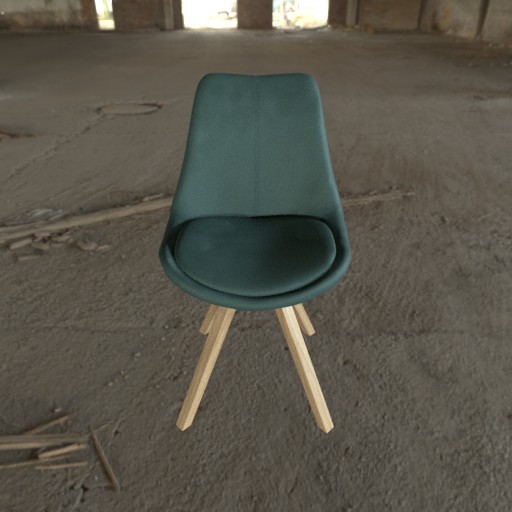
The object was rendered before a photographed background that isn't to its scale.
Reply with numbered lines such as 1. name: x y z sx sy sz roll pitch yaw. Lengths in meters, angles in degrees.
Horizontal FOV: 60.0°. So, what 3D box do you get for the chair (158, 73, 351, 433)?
1. chair: 0.000 0.000 1.208 0.483 0.865 0.547 1 30 1
